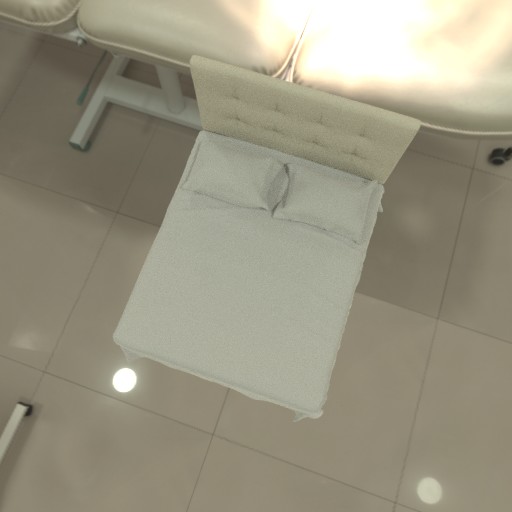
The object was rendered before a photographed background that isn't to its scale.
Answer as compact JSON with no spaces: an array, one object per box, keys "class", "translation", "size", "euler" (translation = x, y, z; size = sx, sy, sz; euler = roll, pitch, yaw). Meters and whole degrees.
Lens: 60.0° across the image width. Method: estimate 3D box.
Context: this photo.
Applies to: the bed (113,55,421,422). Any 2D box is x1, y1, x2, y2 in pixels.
[{"class":"bed","translation":[0.000,0.000,3.474],"size":[1.936,1.577,2.222],"euler":[18,75,5]}]
